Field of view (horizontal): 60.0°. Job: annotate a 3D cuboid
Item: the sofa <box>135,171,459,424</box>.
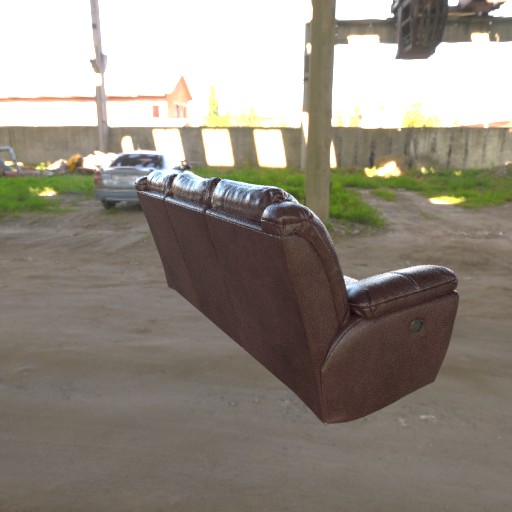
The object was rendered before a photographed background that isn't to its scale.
[{"bbox_3d":[0.000,0.000,2.828,0.991,1.043,2.337,-7,15,-27],"label":"sofa"}]
